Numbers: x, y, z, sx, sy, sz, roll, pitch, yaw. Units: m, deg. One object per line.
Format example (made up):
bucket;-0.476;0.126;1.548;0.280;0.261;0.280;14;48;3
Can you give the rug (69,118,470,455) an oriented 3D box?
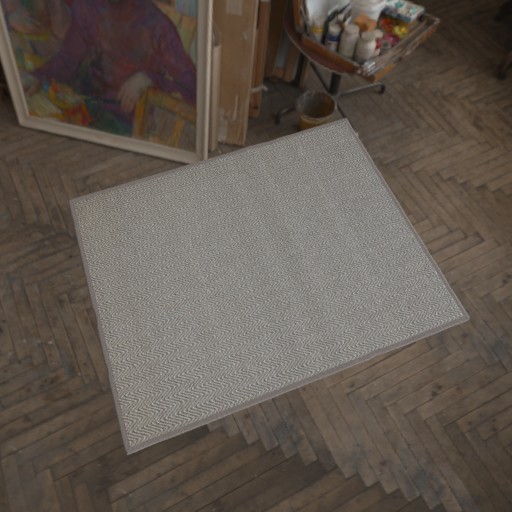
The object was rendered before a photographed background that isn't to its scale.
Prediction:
rug;0.000;0.000;4.059;3.007;0.032;2.434;-19;65;-9
